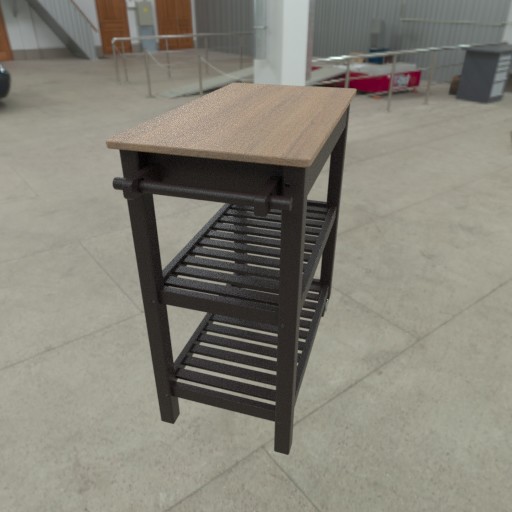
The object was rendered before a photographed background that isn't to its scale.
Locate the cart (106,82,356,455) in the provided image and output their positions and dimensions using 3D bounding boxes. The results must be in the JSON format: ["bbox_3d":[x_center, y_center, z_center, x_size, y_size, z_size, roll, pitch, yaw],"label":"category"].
[{"bbox_3d":[0.000,0.000,1.459,0.457,0.927,0.899,9,31,15],"label":"cart"}]
